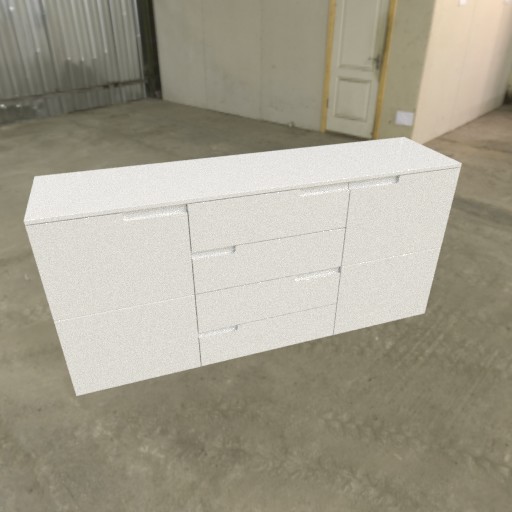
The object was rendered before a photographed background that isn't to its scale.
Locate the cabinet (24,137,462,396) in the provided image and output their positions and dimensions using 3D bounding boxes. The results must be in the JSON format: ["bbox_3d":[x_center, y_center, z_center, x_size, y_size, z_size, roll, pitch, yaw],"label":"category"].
[{"bbox_3d":[0.000,0.000,1.963,1.650,0.800,0.400,-10,32,-16],"label":"cabinet"}]
